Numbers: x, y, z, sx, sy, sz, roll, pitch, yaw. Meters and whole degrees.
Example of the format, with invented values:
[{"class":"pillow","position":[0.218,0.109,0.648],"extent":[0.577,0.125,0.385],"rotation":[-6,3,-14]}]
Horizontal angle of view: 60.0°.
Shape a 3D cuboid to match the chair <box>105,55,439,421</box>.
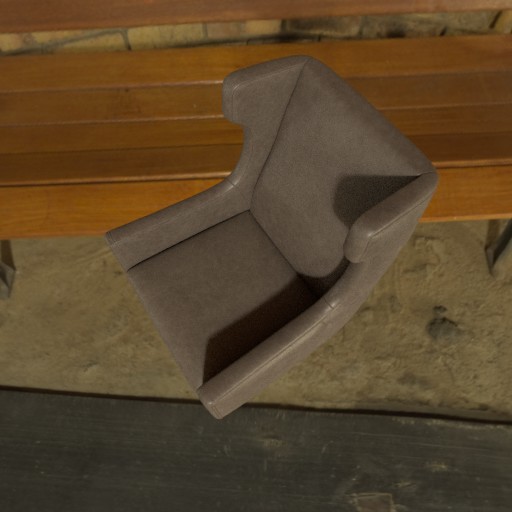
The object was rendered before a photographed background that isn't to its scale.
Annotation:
[{"class":"chair","position":[0.000,0.000,1.666],"extent":[0.899,1.079,0.769],"rotation":[-31,67,-15]}]
